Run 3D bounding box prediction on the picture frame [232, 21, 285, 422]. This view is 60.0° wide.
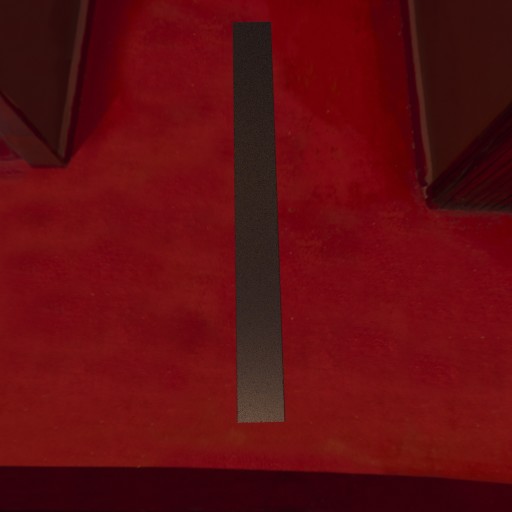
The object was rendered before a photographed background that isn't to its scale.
[{"bbox_3d":[0.000,0.000,0.531,0.034,0.378,0.328,-1,77,0],"label":"picture frame"}]
